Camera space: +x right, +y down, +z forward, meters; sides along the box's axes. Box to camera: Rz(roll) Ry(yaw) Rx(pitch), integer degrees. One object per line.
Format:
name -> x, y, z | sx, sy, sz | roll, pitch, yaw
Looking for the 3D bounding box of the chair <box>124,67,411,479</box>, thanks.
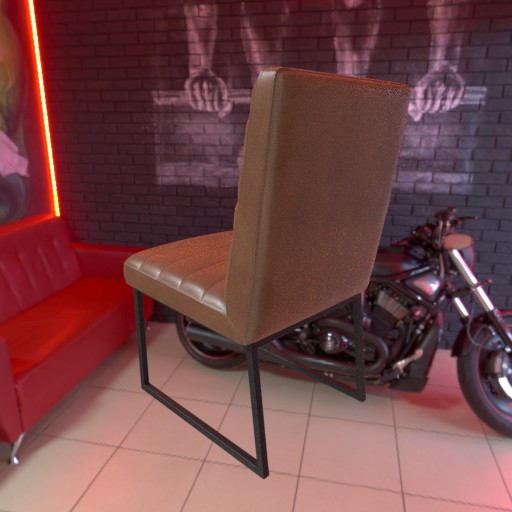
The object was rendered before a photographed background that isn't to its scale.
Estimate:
chair -> 0.000, 0.000, 1.274 | 0.634, 0.930, 0.520 | 16, 22, 43
